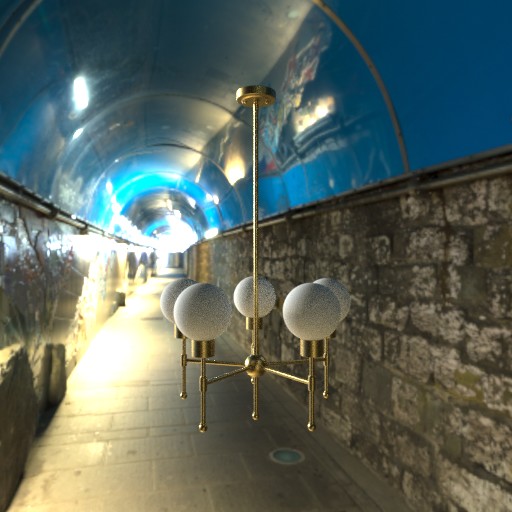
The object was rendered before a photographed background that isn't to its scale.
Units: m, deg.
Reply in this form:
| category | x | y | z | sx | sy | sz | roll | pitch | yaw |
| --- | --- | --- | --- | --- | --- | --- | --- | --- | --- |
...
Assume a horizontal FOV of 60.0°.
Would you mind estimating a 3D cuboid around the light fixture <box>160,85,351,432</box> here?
| category | x | y | z | sx | sy | sz | roll | pitch | yaw |
| --- | --- | --- | --- | --- | --- | --- | --- | --- | --- |
| light fixture | 0.000 | 0.000 | 1.838 | 0.815 | 1.331 | 0.785 | 0 | 0 | -1 |
